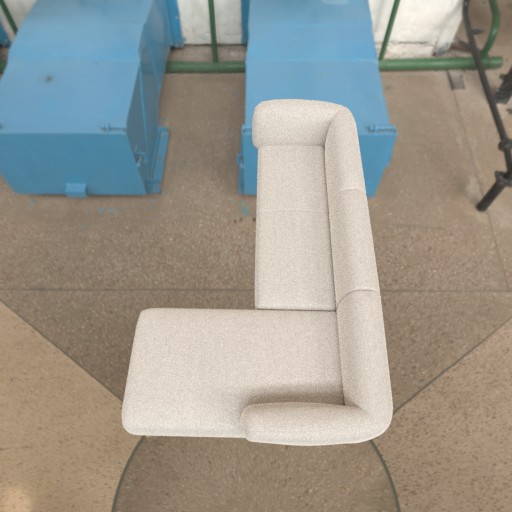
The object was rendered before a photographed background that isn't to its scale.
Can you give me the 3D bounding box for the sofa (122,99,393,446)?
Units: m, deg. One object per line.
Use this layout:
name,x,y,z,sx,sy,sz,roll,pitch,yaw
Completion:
sofa,0.000,0.000,3.300,1.610,0.730,2.660,1,59,1
